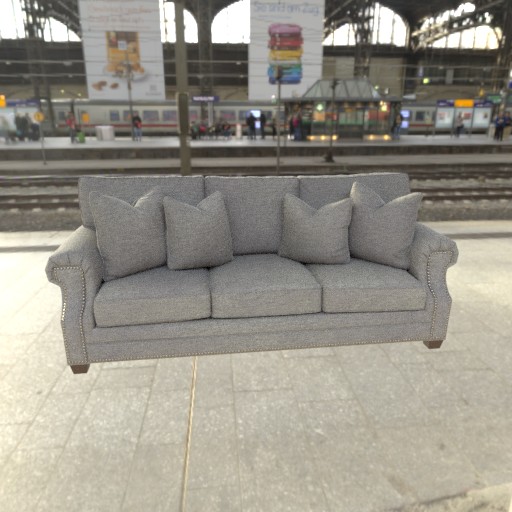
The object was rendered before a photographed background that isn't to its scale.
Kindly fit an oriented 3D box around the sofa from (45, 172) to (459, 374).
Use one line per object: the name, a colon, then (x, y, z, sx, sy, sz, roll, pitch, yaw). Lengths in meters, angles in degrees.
sofa: (0.000, 0.000, 2.791, 2.312, 0.975, 0.965, -2, 17, -7)
